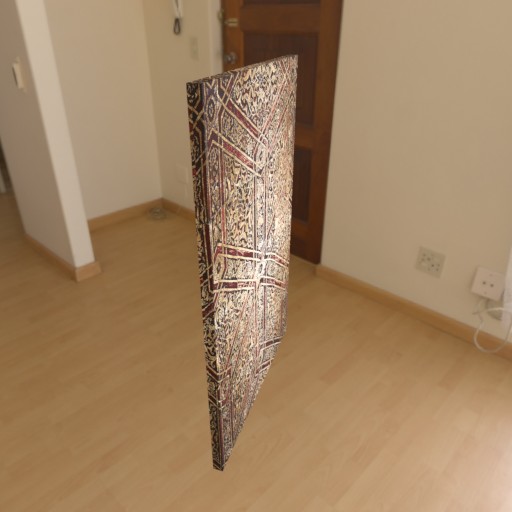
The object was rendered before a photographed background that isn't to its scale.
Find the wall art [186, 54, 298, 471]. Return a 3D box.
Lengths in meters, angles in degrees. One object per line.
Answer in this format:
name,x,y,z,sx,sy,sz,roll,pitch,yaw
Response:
wall art,0.000,0.000,0.754,0.020,0.599,0.397,9,30,16
